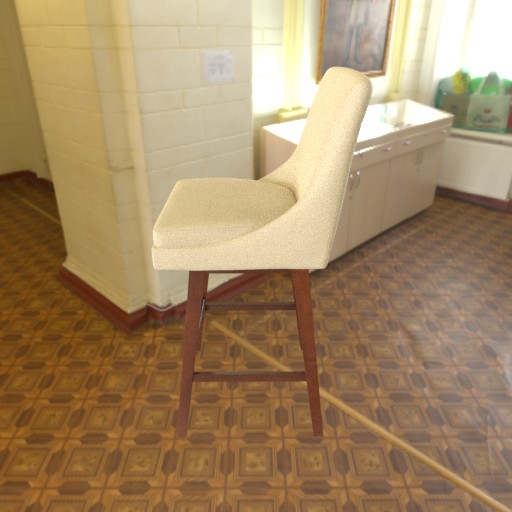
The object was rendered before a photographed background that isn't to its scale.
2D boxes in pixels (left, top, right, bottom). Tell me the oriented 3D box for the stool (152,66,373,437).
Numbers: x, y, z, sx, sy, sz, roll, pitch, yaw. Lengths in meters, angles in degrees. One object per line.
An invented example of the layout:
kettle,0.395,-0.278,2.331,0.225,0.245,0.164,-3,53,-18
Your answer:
stool,0.000,0.000,1.413,0.559,1.097,0.470,0,27,0
